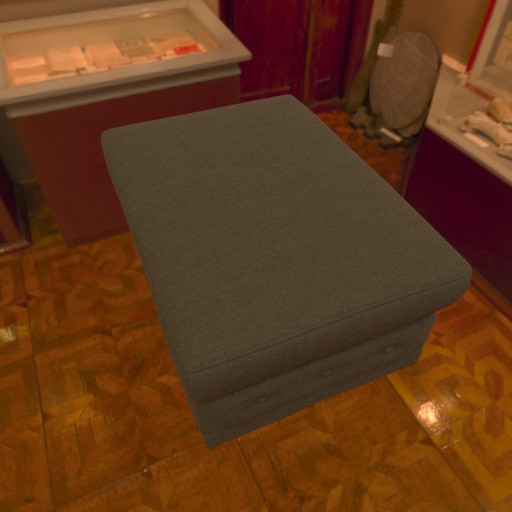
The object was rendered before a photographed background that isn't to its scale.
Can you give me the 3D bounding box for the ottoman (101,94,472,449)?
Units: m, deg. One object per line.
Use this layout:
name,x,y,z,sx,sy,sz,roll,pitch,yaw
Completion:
ottoman,0.000,0.000,1.118,0.569,0.500,0.771,-17,48,-16
